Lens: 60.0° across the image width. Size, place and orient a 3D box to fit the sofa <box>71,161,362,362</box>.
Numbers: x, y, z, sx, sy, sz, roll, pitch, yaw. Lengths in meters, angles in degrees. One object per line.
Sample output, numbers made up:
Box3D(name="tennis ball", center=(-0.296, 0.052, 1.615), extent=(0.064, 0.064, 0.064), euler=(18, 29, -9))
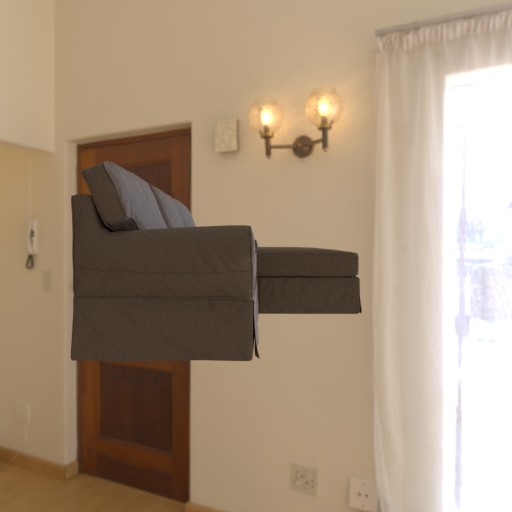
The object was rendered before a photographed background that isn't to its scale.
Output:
Box3D(name="sofa", center=(0.000, 0.000, 3.270), extent=(1.733, 0.978, 2.475), euler=(0, 0, 1))
